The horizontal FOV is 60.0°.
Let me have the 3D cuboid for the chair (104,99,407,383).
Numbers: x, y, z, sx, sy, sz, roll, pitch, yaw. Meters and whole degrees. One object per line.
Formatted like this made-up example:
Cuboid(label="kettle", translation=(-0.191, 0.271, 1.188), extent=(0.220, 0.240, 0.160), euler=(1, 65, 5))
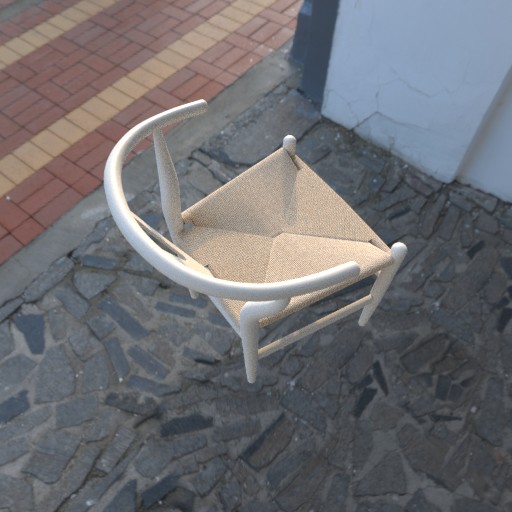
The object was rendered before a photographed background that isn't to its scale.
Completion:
Cuboid(label="chair", translation=(0.000, 0.000, 1.163), extent=(0.579, 0.730, 0.569), euler=(-30, 63, -17))
